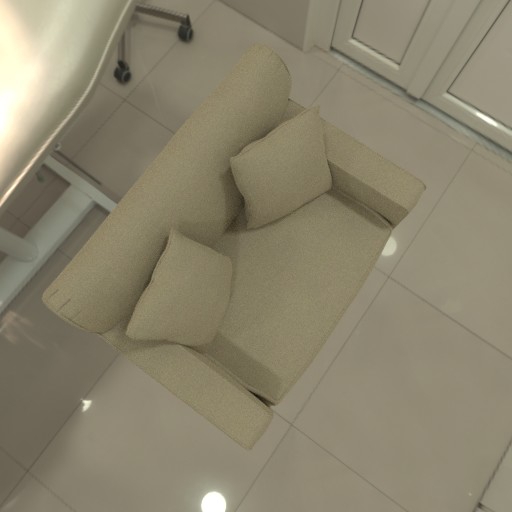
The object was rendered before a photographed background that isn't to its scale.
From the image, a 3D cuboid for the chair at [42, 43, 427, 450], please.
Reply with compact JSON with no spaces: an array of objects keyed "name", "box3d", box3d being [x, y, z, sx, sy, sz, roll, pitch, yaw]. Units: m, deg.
[{"name":"chair","box3d":[0.000,0.000,2.074,1.000,0.948,1.383,35,78,8]}]
